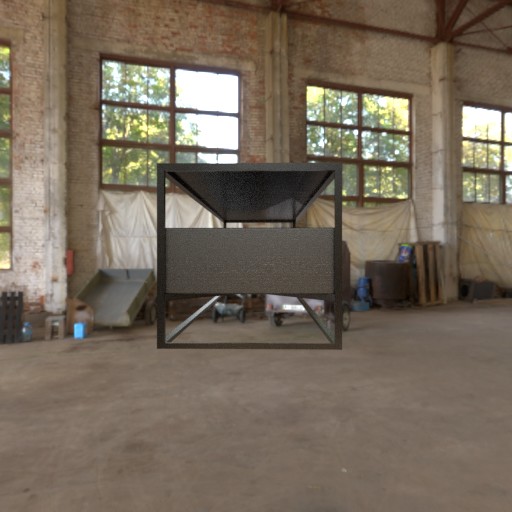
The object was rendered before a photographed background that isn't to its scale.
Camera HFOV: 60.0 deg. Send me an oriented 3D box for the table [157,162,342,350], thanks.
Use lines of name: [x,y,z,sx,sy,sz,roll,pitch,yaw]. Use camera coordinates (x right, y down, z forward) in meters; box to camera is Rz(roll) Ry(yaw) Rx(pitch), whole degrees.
table: [0.000,0.000,1.682,0.399,0.395,1.486,0,0,1]
